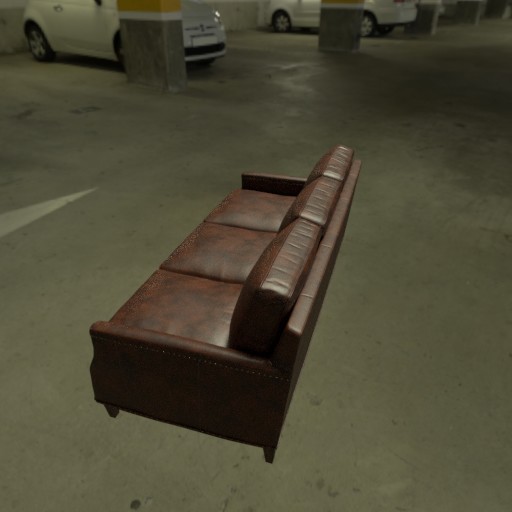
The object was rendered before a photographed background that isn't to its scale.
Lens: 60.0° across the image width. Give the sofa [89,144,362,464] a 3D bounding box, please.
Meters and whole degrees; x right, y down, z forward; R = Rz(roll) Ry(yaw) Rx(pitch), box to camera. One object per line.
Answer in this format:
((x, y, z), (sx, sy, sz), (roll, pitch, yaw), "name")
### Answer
((0.000, 0.000, 2.902), (1.084, 1.003, 2.240), (9, 32, 15), "sofa")
